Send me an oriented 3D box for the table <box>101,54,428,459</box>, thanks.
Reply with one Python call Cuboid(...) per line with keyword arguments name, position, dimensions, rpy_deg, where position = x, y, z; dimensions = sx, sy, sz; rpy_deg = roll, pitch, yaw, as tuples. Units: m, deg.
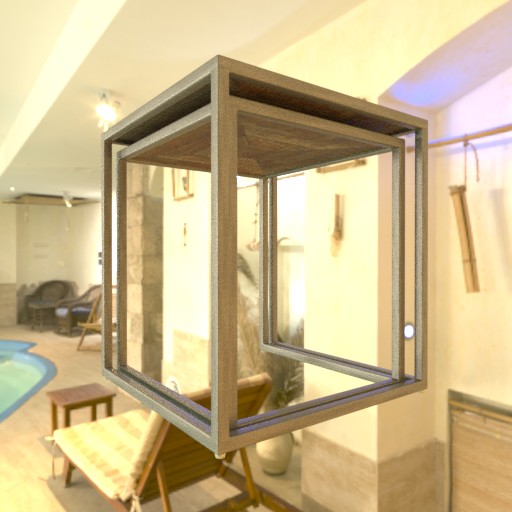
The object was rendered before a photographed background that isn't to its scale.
Cuboid(name="table", position=(0.000, 0.000, 0.854), dimensions=(0.450, 0.500, 0.449), rpy_deg=(0, 0, -37))
